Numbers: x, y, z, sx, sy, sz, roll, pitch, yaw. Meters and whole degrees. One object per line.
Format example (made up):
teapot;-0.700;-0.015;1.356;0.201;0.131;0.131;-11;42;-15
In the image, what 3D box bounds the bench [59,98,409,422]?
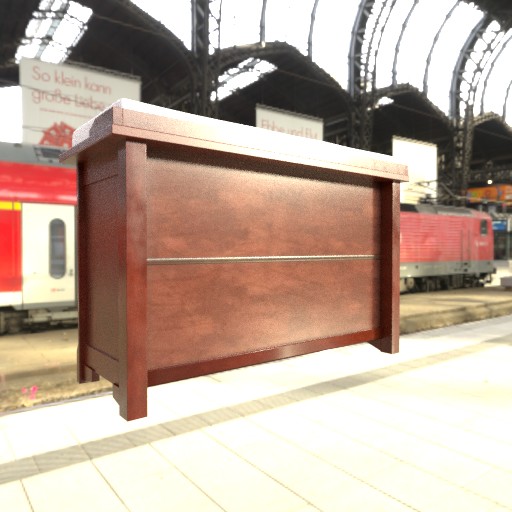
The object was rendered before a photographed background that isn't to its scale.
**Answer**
bench;0.000;0.000;1.295;0.987;0.646;0.369;-1;1;-38
